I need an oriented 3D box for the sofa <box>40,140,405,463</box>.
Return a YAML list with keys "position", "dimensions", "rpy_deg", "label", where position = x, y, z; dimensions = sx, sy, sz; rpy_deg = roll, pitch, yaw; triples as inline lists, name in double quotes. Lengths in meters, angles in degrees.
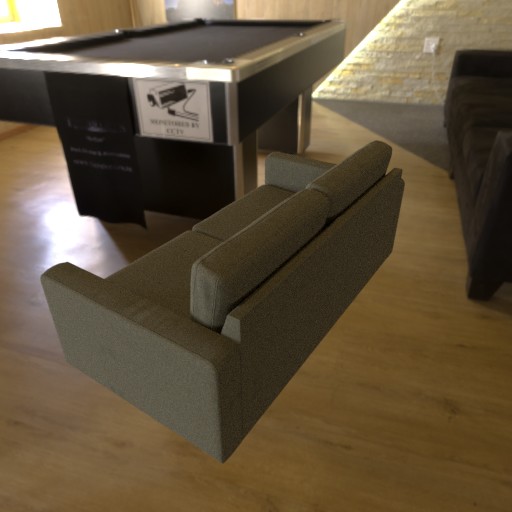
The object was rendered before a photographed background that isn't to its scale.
- position: [0.000, 0.000, 2.215]
  dimensions: [0.889, 0.897, 1.730]
  rpy_deg: [20, 37, 28]
  label: "sofa"
